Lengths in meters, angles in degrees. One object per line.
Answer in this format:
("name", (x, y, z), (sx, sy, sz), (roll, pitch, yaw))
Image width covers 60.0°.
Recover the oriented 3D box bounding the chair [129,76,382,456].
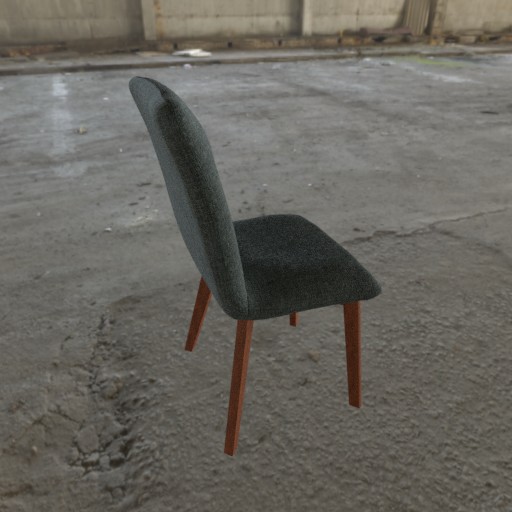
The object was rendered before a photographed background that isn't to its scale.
("chair", (0.000, 0.000, 1.294), (0.563, 0.974, 0.522), (-11, 31, -19))
